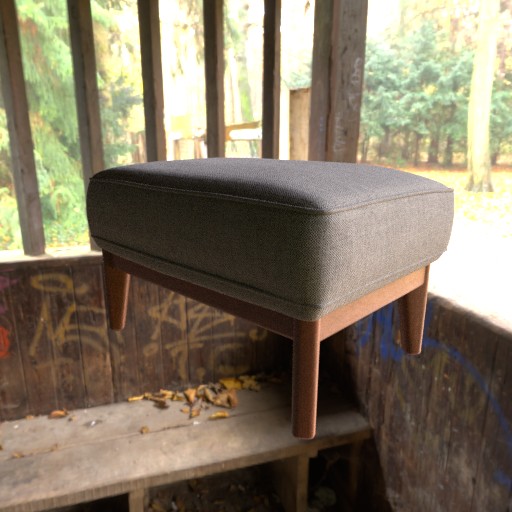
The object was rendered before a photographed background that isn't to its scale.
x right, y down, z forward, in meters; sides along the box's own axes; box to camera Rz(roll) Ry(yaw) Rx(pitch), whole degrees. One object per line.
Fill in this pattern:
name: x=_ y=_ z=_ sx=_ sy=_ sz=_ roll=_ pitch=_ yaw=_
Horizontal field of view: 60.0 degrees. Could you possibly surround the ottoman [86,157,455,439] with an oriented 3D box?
ottoman: x=0.000 y=0.000 z=1.088 sx=0.750 sy=0.458 sz=0.555 roll=14 pitch=21 yaw=42
